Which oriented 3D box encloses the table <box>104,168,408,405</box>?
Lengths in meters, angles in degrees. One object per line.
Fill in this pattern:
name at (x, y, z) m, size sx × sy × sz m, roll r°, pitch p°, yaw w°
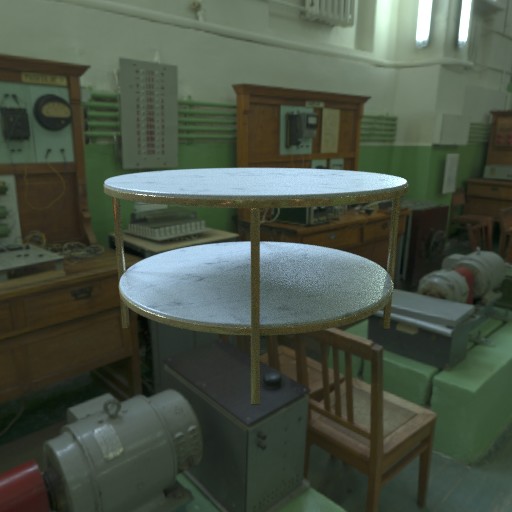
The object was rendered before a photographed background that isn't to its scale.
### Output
table at (0.000, 0.000, 1.281) m, size 0.800 × 0.450 × 0.800 m, roll 0°, pitch 15°, yaw 0°
